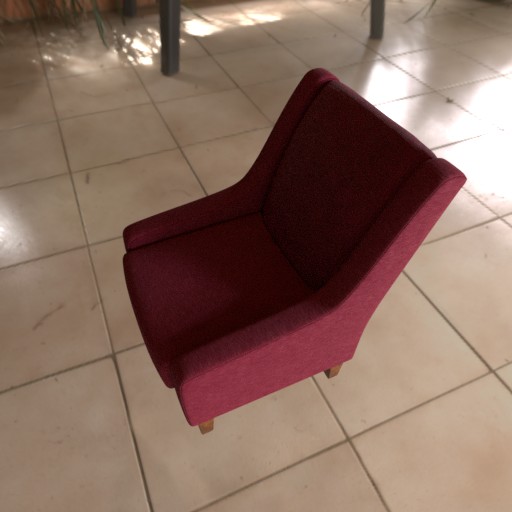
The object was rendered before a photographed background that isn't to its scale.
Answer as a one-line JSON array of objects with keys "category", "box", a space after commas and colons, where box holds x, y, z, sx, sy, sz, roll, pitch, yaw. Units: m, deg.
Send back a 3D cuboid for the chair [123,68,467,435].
[{"category": "chair", "box": [0.000, 0.000, 1.706, 0.985, 1.017, 0.793, -18, 49, -17]}]
